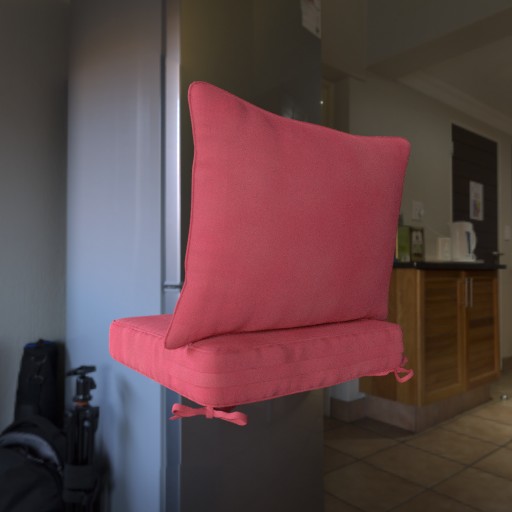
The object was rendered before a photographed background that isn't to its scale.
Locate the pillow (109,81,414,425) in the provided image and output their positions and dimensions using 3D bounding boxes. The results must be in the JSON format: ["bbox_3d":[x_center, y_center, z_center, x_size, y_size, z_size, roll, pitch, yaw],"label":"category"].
[{"bbox_3d":[0.000,0.000,1.365,0.798,0.725,0.733,1,-1,-37],"label":"pillow"}]
